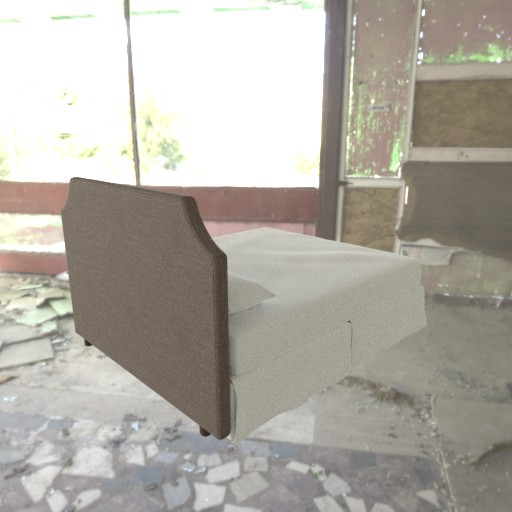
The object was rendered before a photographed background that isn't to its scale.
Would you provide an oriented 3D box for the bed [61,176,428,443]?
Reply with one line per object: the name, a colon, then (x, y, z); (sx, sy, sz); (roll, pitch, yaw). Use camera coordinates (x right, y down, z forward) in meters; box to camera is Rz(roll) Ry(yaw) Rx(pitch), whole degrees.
bed: (0.000, 0.000, 4.273); (2.773, 1.590, 2.350); (-15, 22, -42)
